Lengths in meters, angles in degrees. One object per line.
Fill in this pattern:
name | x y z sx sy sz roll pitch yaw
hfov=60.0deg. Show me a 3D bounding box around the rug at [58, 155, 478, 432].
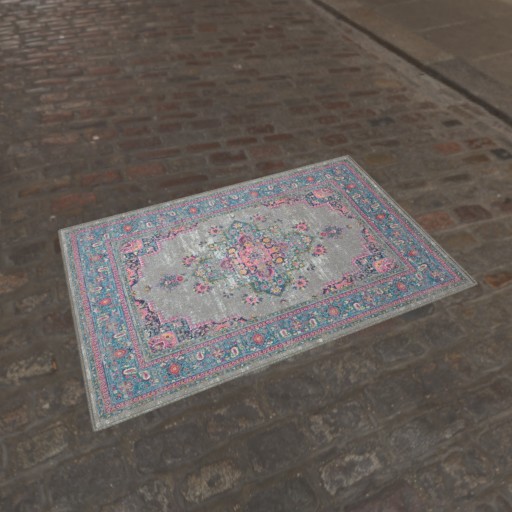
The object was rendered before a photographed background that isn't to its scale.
rug | 0.000 0.000 2.171 1.748 0.014 1.144 -17 49 -16
